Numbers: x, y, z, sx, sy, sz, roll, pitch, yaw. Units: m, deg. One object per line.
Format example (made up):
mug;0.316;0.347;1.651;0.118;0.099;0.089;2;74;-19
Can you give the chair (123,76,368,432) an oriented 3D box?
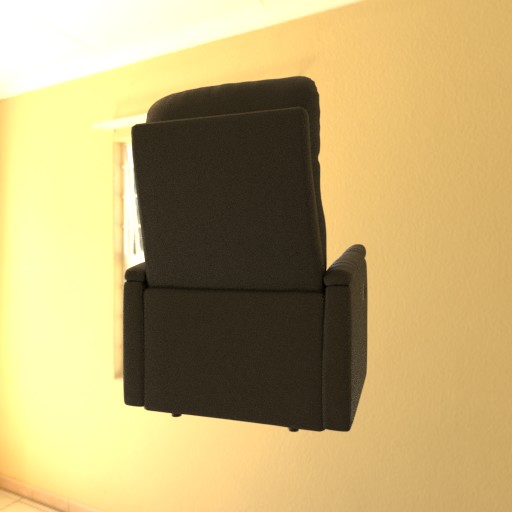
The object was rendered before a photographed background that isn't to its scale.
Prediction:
chair;0.000;0.000;1.664;0.775;1.082;0.831;0;0;18
